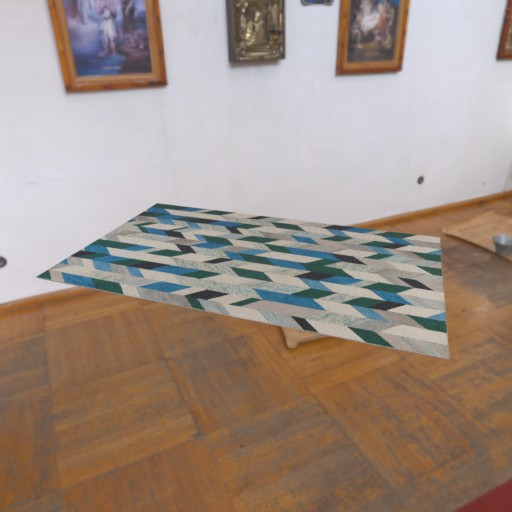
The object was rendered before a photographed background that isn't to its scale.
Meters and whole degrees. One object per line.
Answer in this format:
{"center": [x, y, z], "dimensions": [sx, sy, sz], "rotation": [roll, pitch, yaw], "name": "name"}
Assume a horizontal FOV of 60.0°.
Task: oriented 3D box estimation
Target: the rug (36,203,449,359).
{"center": [0.000, 0.000, 3.067], "dimensions": [2.433, 0.007, 1.507], "rotation": [9, 27, 17], "name": "rug"}
